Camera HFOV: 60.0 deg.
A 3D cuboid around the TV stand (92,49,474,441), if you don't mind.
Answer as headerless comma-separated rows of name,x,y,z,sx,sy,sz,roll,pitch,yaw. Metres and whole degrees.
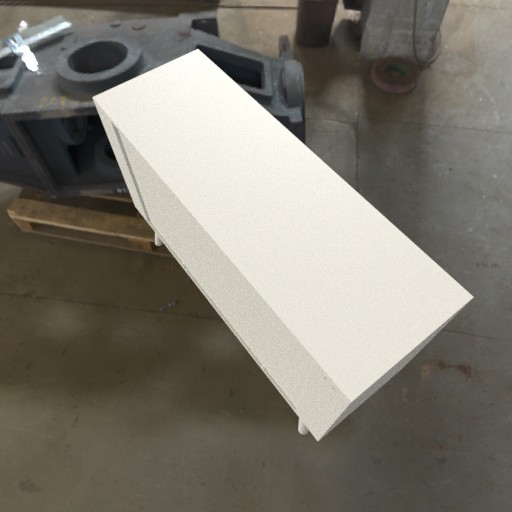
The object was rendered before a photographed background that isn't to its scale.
TV stand,0.000,0.000,1.591,0.406,0.812,1.193,-33,65,-18
